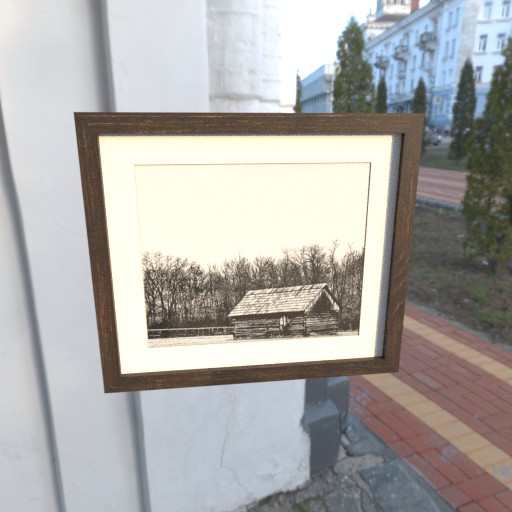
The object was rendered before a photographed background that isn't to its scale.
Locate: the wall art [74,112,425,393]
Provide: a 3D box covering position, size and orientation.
[{"bbox_3d":[0.000,0.000,0.538,0.381,0.330,0.031,-2,17,-7],"label":"wall art"}]
